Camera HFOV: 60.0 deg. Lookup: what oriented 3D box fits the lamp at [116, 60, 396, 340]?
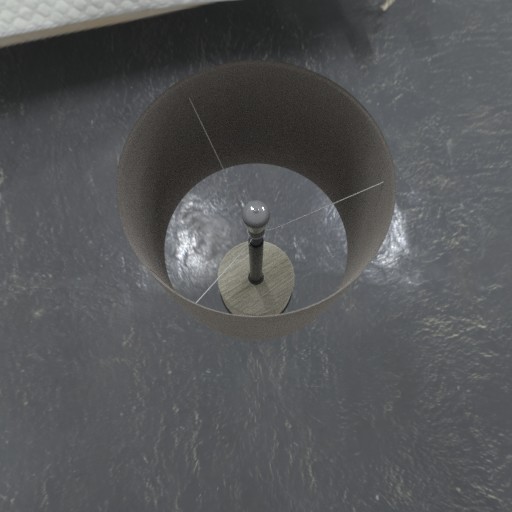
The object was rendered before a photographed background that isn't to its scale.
[{"bbox_3d":[0.000,0.000,0.586,0.229,0.470,0.229,-33,77,-9],"label":"lamp"}]
